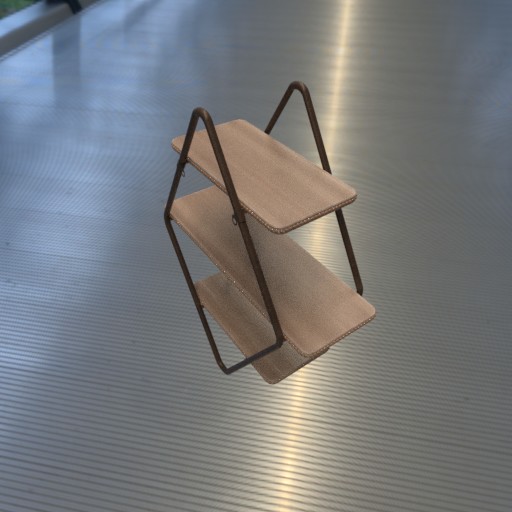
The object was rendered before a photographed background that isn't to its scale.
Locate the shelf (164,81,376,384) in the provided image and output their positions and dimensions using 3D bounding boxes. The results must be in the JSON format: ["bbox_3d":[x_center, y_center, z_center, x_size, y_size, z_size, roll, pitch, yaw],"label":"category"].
[{"bbox_3d":[0.000,0.000,1.060,0.234,0.774,0.609,-25,47,-26],"label":"shelf"}]
